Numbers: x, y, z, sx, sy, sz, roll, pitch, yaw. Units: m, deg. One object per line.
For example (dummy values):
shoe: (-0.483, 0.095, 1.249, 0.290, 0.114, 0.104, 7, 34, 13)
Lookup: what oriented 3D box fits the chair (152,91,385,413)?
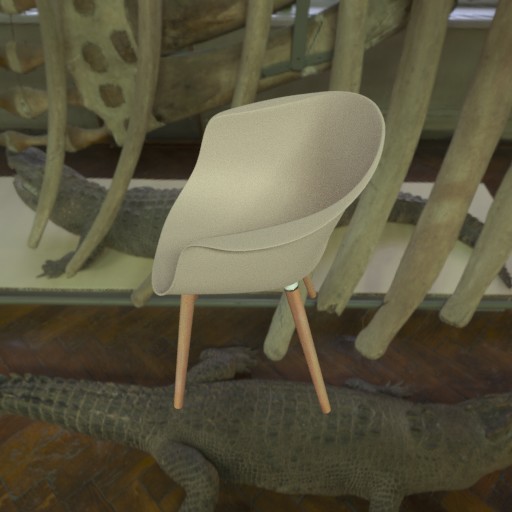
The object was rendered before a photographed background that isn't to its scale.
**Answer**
chair: (0.000, 0.000, 1.153, 0.504, 0.781, 0.593, 0, 42, 0)
